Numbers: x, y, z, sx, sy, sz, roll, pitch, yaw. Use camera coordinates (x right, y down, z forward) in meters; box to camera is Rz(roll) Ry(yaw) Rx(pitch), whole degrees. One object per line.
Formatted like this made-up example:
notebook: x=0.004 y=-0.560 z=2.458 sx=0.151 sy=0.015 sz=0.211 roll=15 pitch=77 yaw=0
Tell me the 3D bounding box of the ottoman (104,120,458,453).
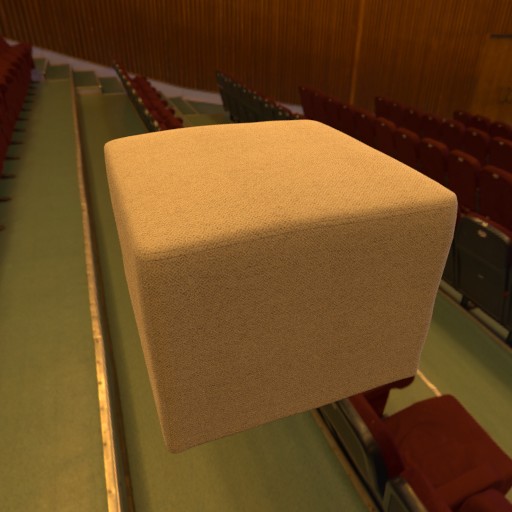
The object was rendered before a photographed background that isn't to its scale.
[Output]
ottoman: x=0.000 y=0.000 z=0.914 sx=0.512 sy=0.453 sz=0.521 roll=-11 pitch=33 yaw=-18
